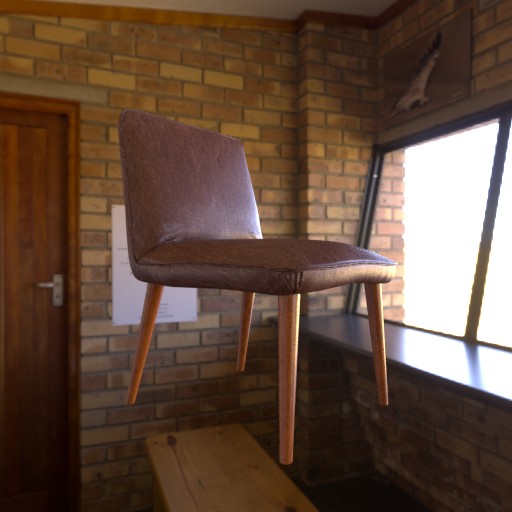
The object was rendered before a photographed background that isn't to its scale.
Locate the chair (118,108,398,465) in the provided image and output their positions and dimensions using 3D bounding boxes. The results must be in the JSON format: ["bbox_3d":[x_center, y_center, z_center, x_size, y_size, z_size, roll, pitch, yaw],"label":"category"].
[{"bbox_3d":[0.000,0.000,1.194,0.645,0.803,0.543,0,1,36],"label":"chair"}]
